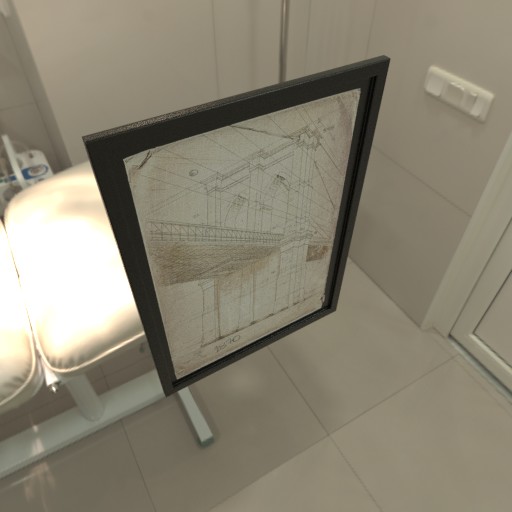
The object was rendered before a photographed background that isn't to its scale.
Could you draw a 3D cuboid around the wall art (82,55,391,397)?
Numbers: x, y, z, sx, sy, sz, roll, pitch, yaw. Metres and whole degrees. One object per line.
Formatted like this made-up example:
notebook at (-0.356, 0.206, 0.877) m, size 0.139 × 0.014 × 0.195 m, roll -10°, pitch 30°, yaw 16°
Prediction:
wall art at (0.000, 0.000, 0.853) m, size 0.480 × 0.657 × 0.016 m, roll -23°, pitch 50°, yaw -20°
